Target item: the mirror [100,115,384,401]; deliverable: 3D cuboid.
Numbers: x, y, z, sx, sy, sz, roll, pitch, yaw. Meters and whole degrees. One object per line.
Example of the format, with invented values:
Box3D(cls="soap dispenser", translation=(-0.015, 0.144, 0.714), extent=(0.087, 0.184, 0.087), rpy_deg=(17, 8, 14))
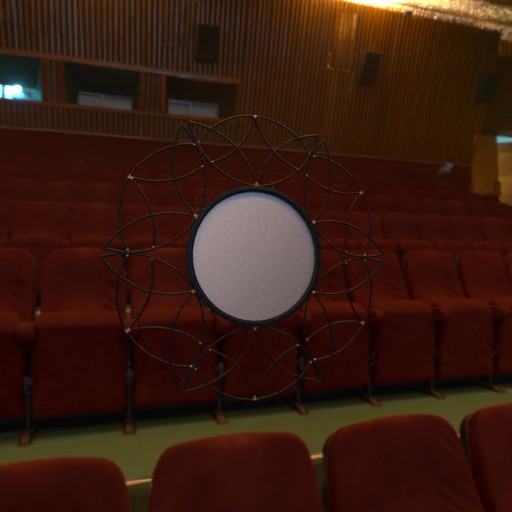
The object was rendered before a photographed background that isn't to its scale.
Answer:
Box3D(cls="mirror", translation=(0.000, 0.000, 1.200), extent=(0.797, 0.775, 0.028), rpy_deg=(1, -3, -18))
